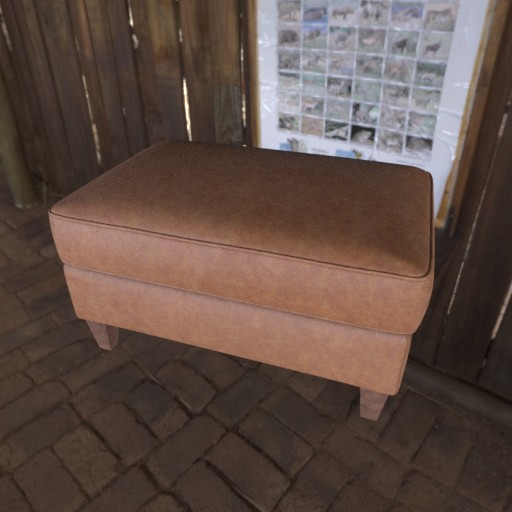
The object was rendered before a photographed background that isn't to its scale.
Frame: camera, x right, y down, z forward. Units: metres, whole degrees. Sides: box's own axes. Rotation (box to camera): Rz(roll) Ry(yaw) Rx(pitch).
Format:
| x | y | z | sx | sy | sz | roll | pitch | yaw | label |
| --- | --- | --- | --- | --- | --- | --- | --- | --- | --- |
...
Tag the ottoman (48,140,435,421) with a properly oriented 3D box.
| x | y | z | sx | sy | sz | roll | pitch | yaw | label |
| --- | --- | --- | --- | --- | --- | --- | --- | --- | --- |
| 0.000 | 0.000 | 1.209 | 0.864 | 0.483 | 0.584 | 10 | 34 | 16 | ottoman |
